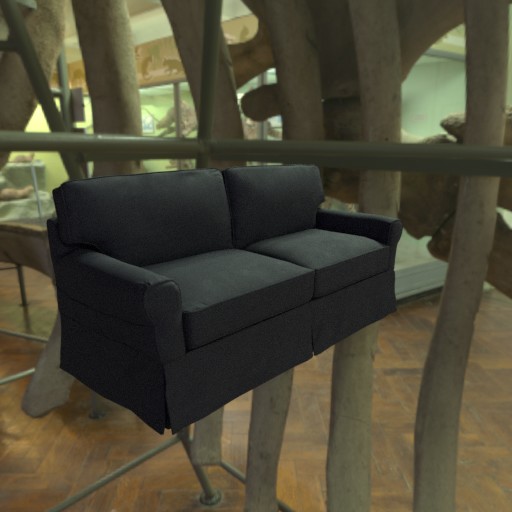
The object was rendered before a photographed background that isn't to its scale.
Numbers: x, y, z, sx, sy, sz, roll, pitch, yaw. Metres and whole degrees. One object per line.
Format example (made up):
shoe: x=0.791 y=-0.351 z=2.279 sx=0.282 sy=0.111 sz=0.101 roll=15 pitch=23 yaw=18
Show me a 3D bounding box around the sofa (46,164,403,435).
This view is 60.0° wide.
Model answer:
sofa: x=0.000 y=0.000 z=2.851 sx=0.983 sy=1.094 sz=2.256 roll=14 pitch=20 yaw=43
